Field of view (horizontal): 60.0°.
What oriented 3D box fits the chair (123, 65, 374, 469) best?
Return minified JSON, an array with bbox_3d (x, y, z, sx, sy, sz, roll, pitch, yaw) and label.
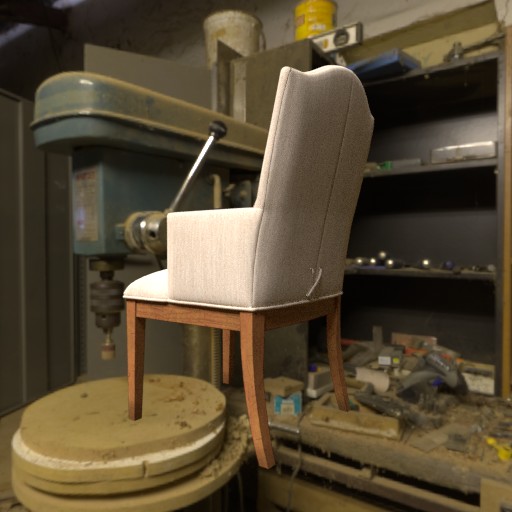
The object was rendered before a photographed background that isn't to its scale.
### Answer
[{"bbox_3d":[0.000,0.000,1.382,0.641,1.016,0.533,1,2,36],"label":"chair"}]
